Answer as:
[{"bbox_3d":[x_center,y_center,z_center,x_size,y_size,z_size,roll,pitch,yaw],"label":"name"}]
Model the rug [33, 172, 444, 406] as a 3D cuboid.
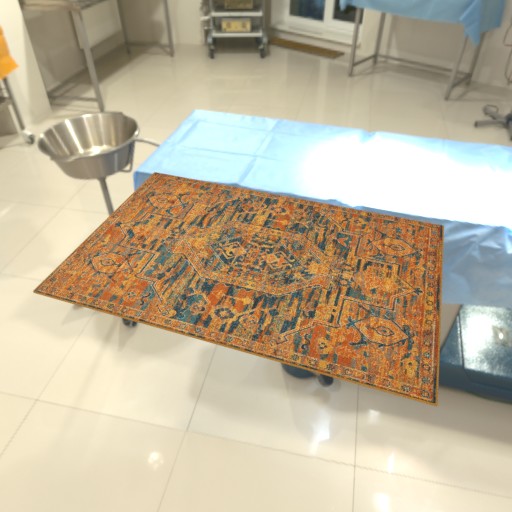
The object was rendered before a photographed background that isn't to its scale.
[{"bbox_3d":[0.000,0.000,1.081,0.863,0.008,0.557,13,42,14],"label":"rug"}]
